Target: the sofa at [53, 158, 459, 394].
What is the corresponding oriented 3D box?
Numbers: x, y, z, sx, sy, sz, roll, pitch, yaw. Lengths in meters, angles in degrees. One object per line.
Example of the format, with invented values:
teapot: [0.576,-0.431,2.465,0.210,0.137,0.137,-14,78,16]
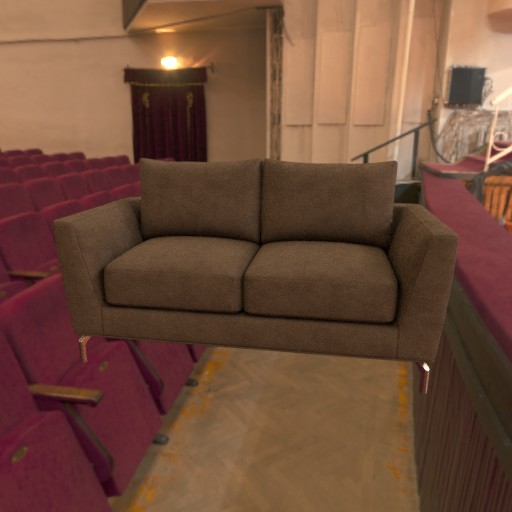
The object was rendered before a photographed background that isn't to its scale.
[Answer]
sofa: [0.000,0.000,2.404,1.832,1.013,0.855,3,16,9]
